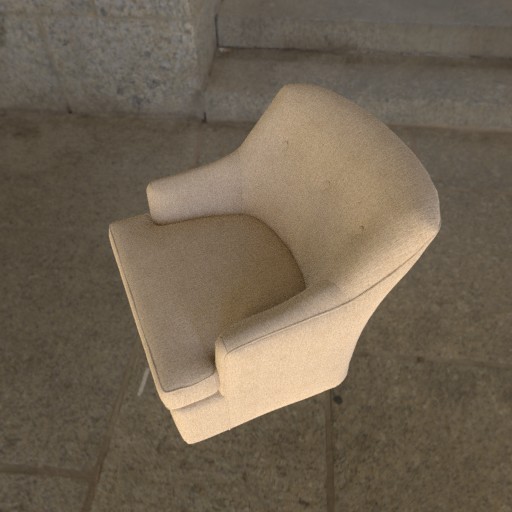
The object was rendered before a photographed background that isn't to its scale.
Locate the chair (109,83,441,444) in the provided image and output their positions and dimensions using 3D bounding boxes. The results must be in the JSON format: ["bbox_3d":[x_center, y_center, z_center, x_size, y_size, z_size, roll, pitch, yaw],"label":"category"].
[{"bbox_3d":[0.000,0.000,1.580,0.923,0.856,0.864,-18,50,-16],"label":"chair"}]
